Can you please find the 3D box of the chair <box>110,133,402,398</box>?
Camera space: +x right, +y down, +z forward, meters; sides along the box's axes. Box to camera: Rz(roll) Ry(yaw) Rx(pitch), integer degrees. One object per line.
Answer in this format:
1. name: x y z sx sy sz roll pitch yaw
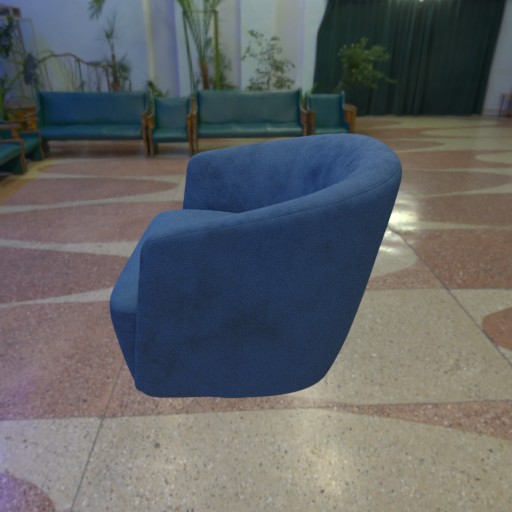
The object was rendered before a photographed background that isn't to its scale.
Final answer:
1. chair: 0.000 0.000 1.380 0.767 0.698 0.773 0 26 0
